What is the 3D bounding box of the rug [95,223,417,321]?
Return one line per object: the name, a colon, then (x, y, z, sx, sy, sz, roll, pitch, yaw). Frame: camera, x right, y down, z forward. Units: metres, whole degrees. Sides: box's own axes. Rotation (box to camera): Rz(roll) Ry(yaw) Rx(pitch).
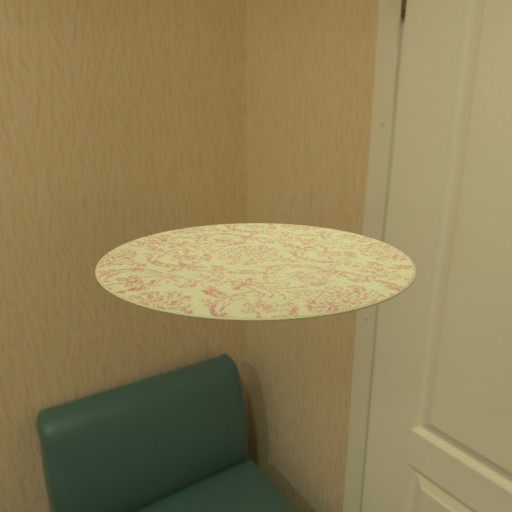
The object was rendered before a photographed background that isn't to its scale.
rug: (0.000, 0.000, 2.326, 1.593, 0.012, 1.593, 0, 16, 0)
